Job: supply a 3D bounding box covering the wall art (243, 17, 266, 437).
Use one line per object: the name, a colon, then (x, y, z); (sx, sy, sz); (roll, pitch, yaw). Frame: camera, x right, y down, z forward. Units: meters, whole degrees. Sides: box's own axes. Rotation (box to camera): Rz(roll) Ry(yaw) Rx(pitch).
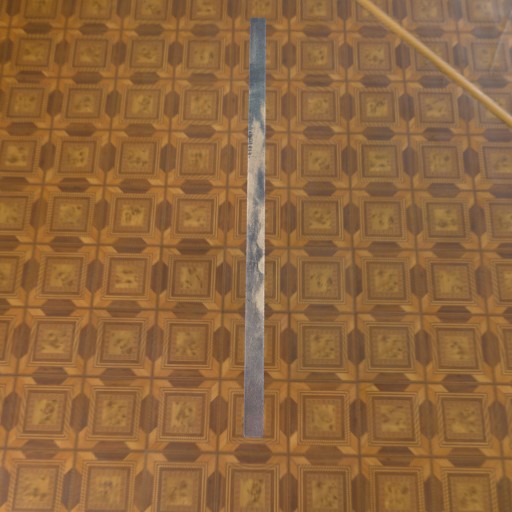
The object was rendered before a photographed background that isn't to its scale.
wall art: (0.000, 0.000, 1.510); (0.040, 1.020, 1.010); (1, 76, 0)
